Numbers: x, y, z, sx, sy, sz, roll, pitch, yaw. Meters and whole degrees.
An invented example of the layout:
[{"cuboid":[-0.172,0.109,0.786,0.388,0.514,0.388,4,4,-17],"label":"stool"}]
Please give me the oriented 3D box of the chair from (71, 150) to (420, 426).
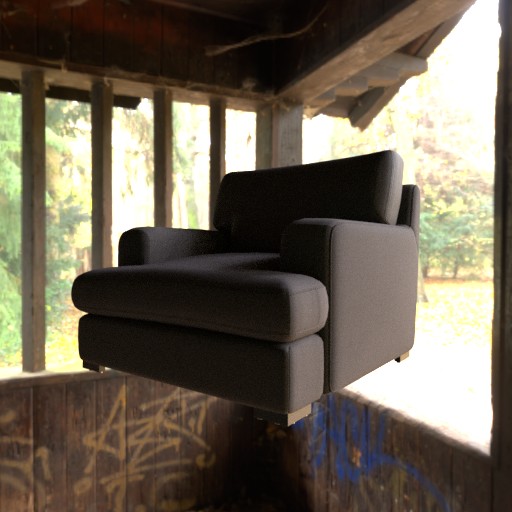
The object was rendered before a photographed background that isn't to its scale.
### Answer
[{"cuboid":[0.000,0.000,1.960,1.168,0.940,1.143,1,1,37],"label":"chair"}]
